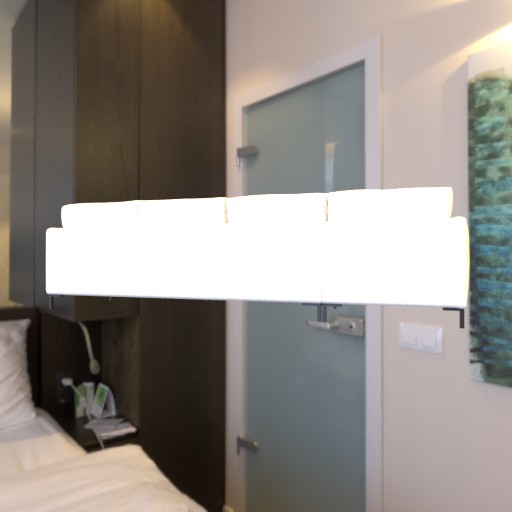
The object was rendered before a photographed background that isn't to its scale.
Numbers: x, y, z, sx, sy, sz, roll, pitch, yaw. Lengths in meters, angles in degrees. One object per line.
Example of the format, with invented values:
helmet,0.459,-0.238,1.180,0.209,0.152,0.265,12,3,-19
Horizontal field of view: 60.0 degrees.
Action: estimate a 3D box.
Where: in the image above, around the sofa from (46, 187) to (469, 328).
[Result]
sofa,0.000,0.000,3.789,3.186,0.875,1.467,0,0,19
